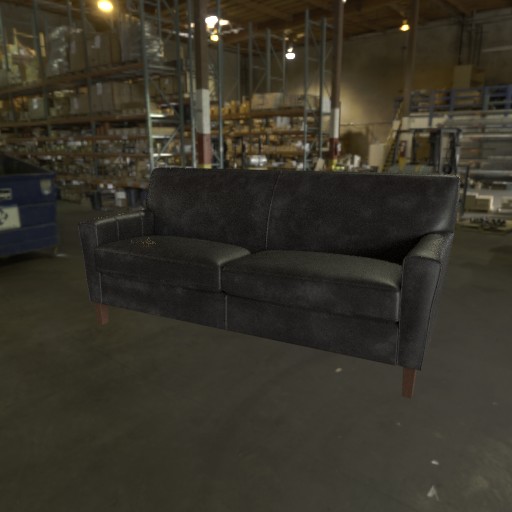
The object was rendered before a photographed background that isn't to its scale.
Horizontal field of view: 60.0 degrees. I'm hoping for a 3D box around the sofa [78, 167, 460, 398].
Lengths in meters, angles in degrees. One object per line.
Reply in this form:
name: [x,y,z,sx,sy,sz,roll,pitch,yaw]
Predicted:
sofa: [0.000,0.000,2.570,2.053,0.947,0.805,7,15,26]
